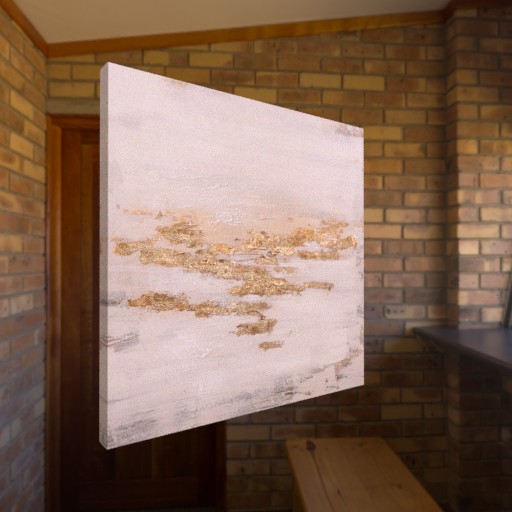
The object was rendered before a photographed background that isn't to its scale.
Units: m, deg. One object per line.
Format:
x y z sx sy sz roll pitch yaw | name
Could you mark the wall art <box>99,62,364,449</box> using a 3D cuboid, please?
0.000 0.000 0.895 0.611 0.613 0.040 0 0 -36 | wall art
